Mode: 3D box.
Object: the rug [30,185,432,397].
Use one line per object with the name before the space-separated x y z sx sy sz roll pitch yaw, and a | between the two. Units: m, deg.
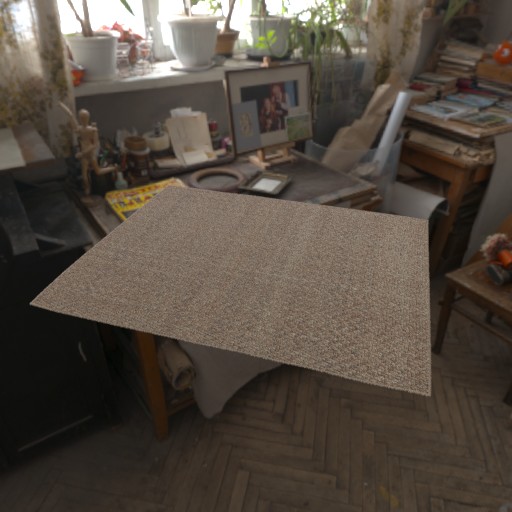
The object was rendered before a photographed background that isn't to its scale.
rug | 0.000 0.000 4.081 3.048 0.013 2.439 10 34 15
